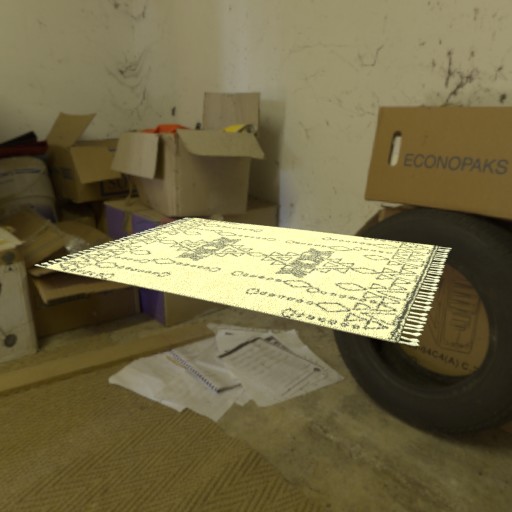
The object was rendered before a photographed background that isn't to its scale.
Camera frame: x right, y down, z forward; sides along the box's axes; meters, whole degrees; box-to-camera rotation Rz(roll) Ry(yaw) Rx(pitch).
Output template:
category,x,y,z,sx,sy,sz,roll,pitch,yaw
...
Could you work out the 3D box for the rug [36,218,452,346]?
category,x,y,z,sx,sy,sz,roll,pitch,yaw
rug,0.000,0.000,3.894,3.027,0.028,2.125,8,19,26
